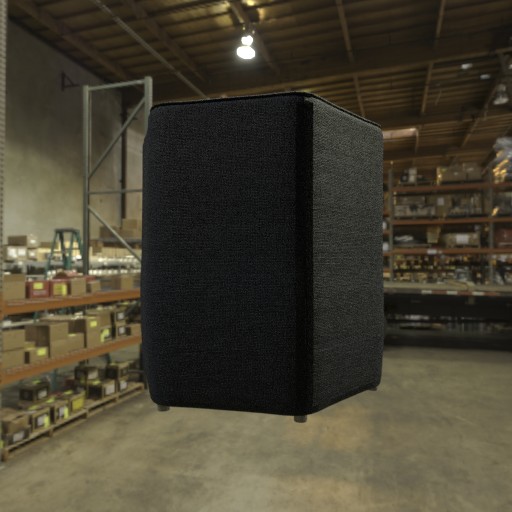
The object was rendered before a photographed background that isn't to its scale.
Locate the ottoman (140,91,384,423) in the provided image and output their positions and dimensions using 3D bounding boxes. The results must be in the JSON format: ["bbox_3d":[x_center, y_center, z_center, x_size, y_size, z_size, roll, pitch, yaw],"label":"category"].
[{"bbox_3d":[0.000,0.000,0.889,0.492,0.505,0.454,0,-1,17],"label":"ottoman"}]
